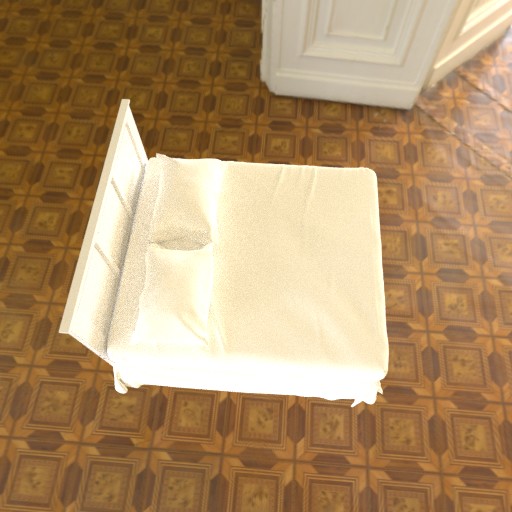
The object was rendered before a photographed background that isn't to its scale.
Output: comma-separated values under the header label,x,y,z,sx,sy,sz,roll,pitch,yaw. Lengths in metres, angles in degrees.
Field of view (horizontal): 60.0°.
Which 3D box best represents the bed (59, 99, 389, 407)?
label,x,y,z,sx,sy,sz,roll,pitch,yaw
bed,0.000,0.000,3.222,2.047,1.269,1.876,4,64,2
